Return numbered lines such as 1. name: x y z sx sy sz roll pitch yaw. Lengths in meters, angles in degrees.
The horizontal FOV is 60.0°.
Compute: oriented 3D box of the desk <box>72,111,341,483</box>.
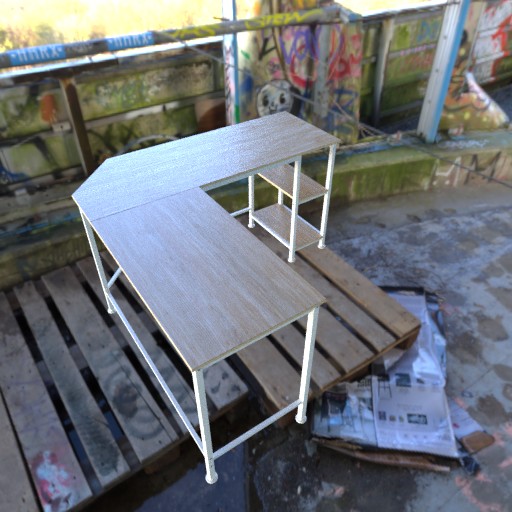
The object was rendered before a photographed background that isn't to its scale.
1. desk: 0.000 0.000 2.220 1.379 0.739 1.379 -23 45 -26
